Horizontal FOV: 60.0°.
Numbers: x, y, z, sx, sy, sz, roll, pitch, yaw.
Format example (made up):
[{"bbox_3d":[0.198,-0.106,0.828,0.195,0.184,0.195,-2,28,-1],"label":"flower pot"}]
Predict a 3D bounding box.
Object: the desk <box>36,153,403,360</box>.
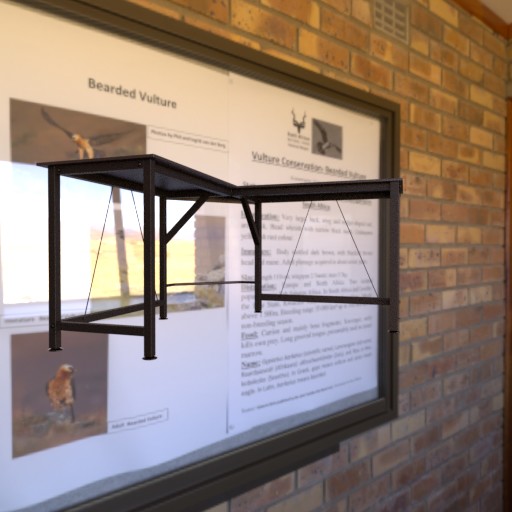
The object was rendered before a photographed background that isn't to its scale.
[{"bbox_3d":[0.000,0.000,2.232,1.400,0.762,1.400,0,1,18],"label":"desk"}]
